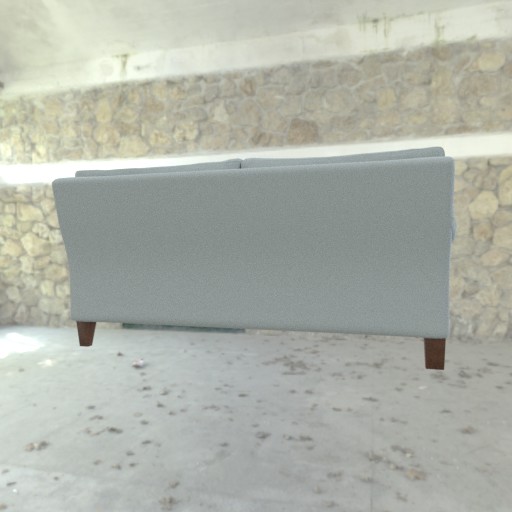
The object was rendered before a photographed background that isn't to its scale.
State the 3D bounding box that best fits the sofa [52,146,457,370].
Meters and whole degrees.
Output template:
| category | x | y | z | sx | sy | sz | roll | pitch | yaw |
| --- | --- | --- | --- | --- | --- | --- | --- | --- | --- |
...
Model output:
| category | x | y | z | sx | sy | sz | roll | pitch | yaw |
| --- | --- | --- | --- | --- | --- | --- | --- | --- | --- |
| sofa | 0.000 | 0.000 | 2.736 | 2.193 | 1.096 | 1.069 | 0 | 0 | 16 |
